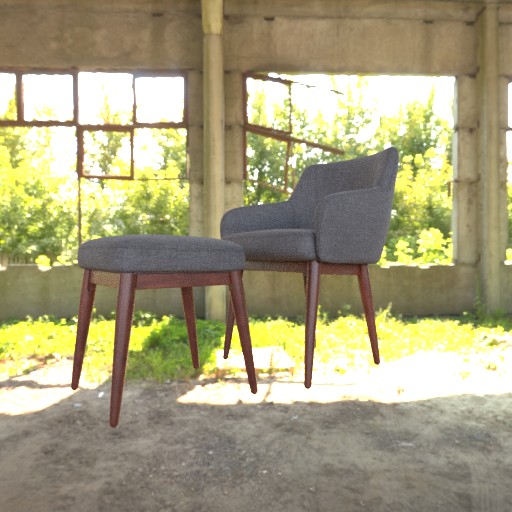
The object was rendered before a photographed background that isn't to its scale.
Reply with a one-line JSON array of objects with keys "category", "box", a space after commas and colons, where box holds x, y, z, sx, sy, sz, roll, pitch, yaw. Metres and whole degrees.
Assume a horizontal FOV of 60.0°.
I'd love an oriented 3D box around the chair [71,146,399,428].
[{"category": "chair", "box": [0.000, 0.000, 1.501, 1.107, 0.799, 0.584, 0, 0, -36]}]
